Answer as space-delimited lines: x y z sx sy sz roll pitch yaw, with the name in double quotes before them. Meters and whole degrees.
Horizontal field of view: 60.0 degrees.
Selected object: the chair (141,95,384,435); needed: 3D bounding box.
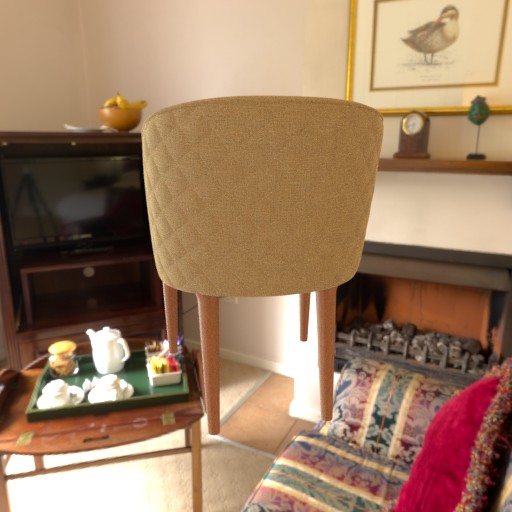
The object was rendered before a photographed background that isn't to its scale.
"chair" 0.000 0.000 1.214 0.584 0.775 0.616 -3 15 -11
